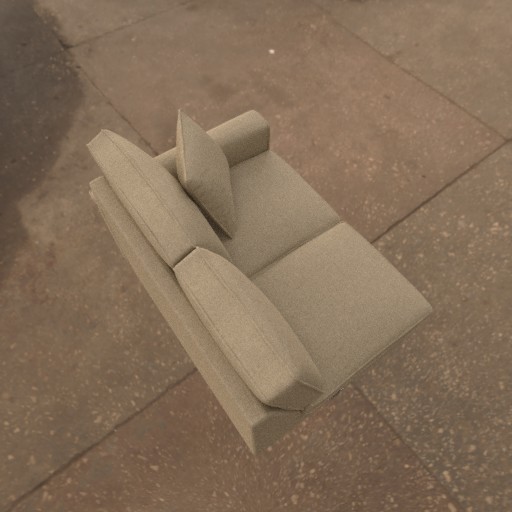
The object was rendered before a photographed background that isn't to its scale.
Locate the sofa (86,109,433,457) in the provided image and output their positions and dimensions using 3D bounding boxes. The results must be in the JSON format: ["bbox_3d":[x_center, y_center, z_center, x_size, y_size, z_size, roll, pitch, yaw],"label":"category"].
[{"bbox_3d":[0.000,0.000,2.088,0.991,0.989,1.388,-31,64,-17],"label":"sofa"}]
